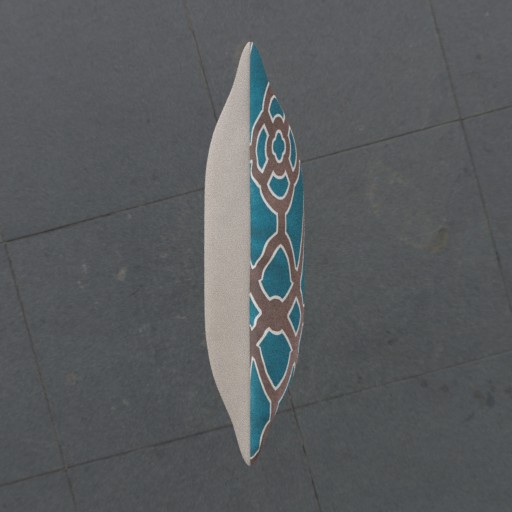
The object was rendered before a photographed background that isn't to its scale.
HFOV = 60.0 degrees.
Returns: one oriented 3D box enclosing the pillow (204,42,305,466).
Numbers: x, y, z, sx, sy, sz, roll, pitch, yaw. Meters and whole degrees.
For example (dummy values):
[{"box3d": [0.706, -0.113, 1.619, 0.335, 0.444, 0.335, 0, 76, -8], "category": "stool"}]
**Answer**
[{"box3d": [0.000, 0.000, 0.795, 0.166, 0.507, 0.526, 0, 90, 0], "category": "pillow"}]
